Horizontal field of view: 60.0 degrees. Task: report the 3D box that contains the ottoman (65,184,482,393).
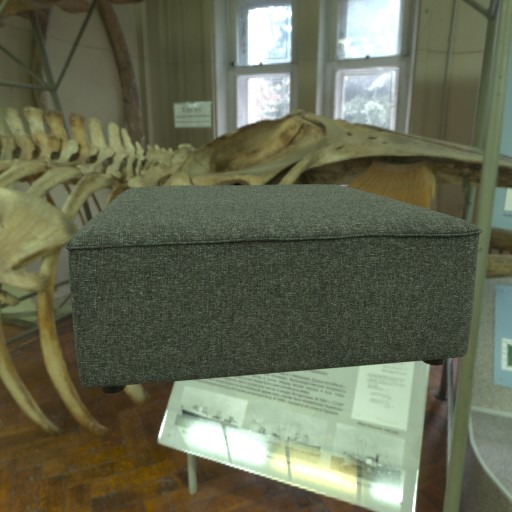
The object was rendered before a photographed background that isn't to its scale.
[{"bbox_3d":[0.000,0.000,1.538,1.017,0.423,1.021,-2,15,-8],"label":"ottoman"}]
